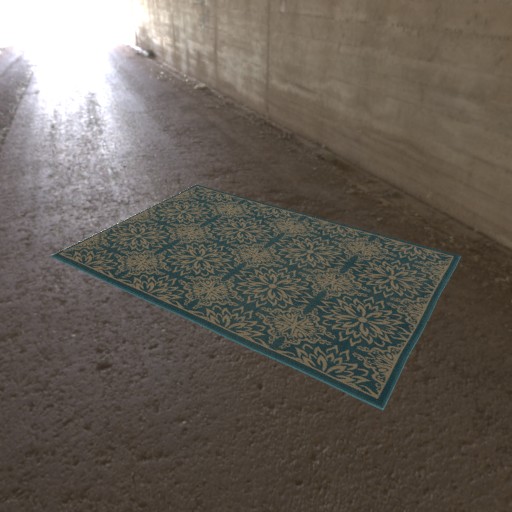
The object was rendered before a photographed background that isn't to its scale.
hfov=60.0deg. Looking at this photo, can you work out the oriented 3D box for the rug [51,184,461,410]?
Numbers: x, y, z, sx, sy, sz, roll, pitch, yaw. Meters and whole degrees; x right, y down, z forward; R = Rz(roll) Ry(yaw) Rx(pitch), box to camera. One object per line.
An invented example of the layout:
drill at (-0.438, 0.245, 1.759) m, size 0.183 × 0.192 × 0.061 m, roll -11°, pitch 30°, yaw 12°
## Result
rug at (0.000, 0.000, 2.369) m, size 1.833 × 0.012 × 1.211 m, roll 19°, pitch 36°, yaw 28°
